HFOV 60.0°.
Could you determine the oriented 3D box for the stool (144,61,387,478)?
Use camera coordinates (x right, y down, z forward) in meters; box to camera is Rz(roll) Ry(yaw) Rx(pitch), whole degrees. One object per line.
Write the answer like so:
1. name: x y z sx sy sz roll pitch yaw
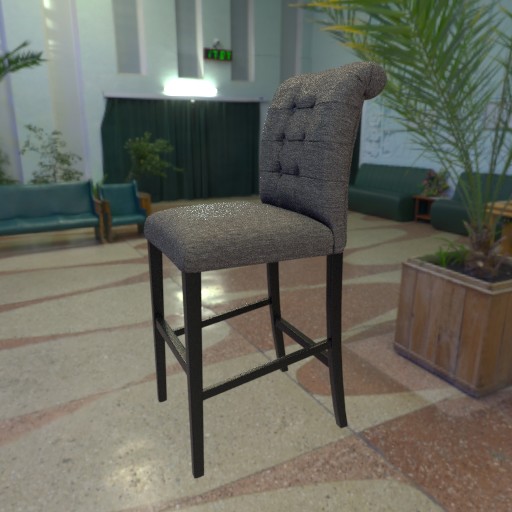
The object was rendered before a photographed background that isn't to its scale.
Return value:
1. stool: 0.000 0.000 1.409 0.613 1.131 0.452 -7 17 -25
